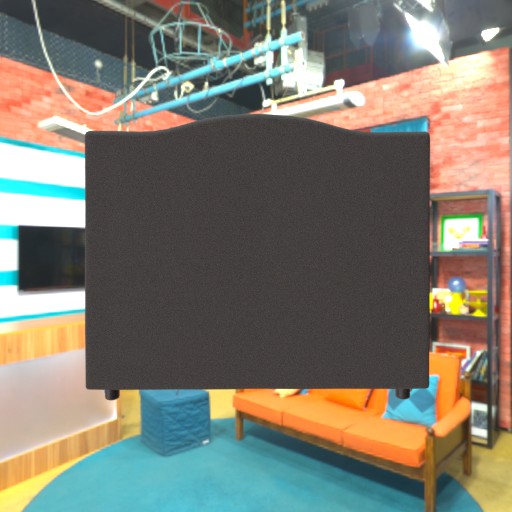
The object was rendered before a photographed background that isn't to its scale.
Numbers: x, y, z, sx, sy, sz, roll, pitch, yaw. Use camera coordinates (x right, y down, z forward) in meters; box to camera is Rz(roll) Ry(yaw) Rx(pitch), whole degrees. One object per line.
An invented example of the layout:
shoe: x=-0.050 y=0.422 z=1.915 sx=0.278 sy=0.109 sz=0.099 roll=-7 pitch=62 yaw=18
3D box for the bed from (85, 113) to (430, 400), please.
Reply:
bed: x=0.000 y=0.000 z=3.120 sx=1.666 sy=1.387 sz=2.036 roll=0 pitch=0 yaw=-1
